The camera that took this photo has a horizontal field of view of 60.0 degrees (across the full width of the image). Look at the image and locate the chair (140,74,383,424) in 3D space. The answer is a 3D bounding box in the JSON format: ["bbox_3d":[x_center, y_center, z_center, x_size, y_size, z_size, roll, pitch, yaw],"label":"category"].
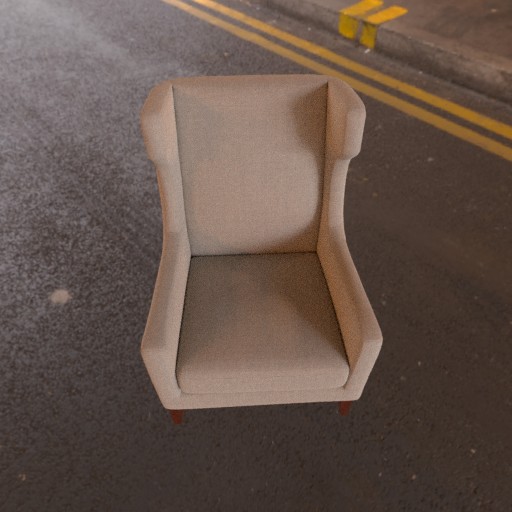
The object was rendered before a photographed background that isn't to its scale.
[{"bbox_3d":[0.000,0.000,1.684,0.778,1.079,0.899,-2,47,-2],"label":"chair"}]
